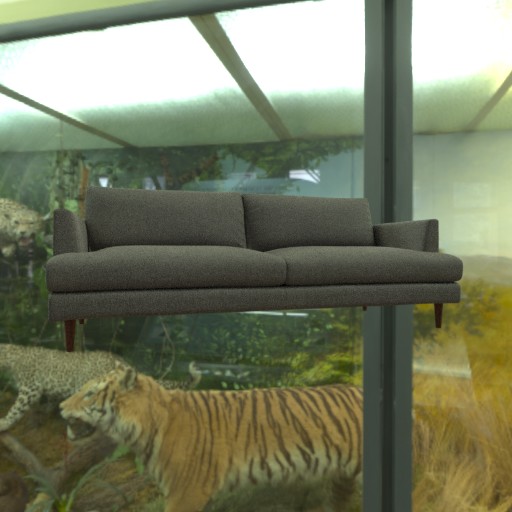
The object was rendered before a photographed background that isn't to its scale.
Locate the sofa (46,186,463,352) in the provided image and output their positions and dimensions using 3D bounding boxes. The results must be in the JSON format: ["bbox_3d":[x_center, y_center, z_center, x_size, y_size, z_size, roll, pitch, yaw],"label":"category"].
[{"bbox_3d":[0.000,0.000,2.740,2.250,0.868,1.020,0,1,-18],"label":"sofa"}]
